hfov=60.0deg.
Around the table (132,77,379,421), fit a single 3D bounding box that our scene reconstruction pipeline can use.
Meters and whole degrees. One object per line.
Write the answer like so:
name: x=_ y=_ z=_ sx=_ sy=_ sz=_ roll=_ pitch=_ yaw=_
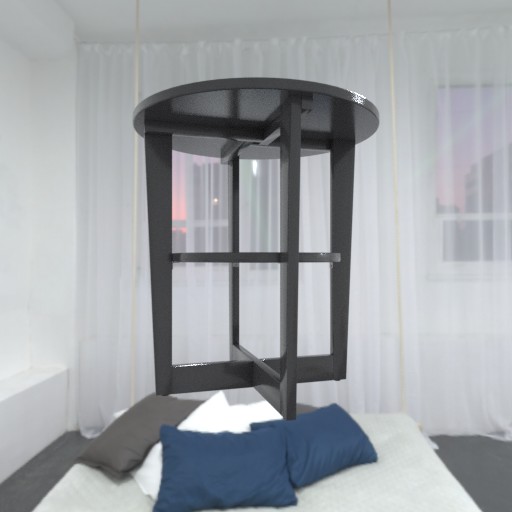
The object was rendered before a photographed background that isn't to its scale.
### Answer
table: x=0.000 y=0.000 z=0.931 sx=0.500 sy=0.550 sz=0.500 roll=0 pitch=0 yaw=0
